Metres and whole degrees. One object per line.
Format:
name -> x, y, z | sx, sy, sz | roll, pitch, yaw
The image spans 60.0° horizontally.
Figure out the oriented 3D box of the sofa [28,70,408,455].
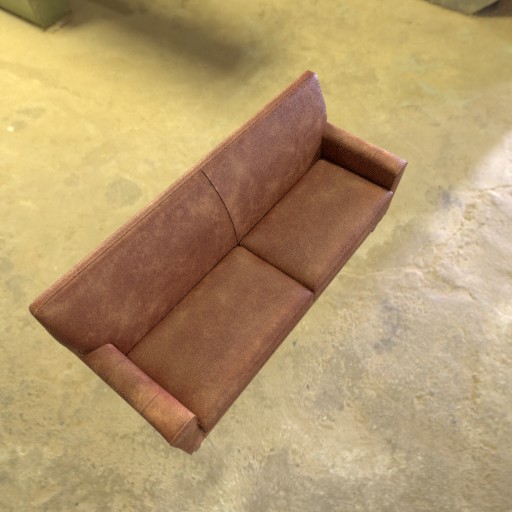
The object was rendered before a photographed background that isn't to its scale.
sofa -> 0.000, 0.000, 2.507 | 0.805, 0.947, 2.053 | 34, 64, 19
